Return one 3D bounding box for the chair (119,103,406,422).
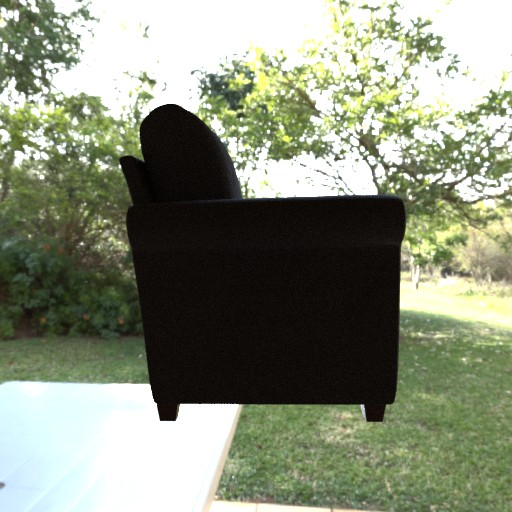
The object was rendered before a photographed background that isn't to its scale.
[{"bbox_3d":[0.000,0.000,1.625,0.828,0.942,0.867,0,0,0],"label":"chair"}]
